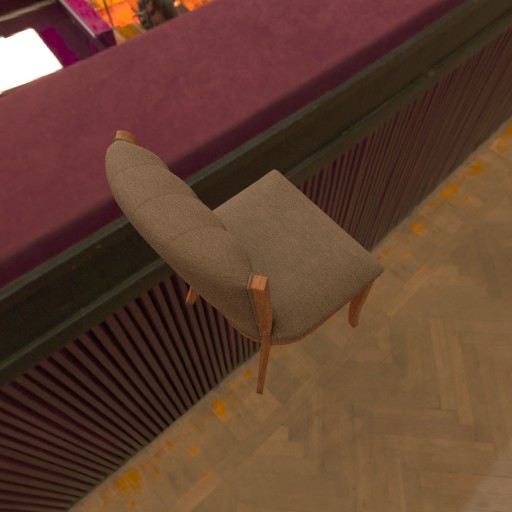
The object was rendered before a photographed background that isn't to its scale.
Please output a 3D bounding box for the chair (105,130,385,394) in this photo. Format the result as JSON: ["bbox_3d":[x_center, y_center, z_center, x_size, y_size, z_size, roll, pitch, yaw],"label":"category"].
[{"bbox_3d":[0.000,0.000,1.269,0.584,0.905,0.513,-35,65,-19],"label":"chair"}]
